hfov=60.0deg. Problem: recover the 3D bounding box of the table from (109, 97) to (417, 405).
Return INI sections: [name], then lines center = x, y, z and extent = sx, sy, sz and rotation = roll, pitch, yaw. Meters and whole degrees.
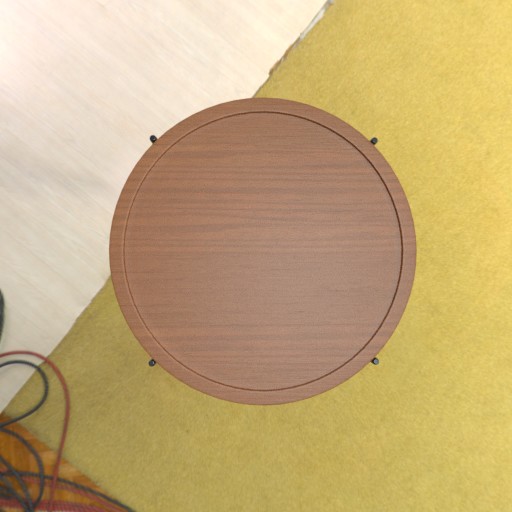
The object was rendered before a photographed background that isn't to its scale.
[table]
center = 0.000, 0.000, 0.864
extent = 0.393, 0.623, 0.393
rotation = 0, 89, -2
